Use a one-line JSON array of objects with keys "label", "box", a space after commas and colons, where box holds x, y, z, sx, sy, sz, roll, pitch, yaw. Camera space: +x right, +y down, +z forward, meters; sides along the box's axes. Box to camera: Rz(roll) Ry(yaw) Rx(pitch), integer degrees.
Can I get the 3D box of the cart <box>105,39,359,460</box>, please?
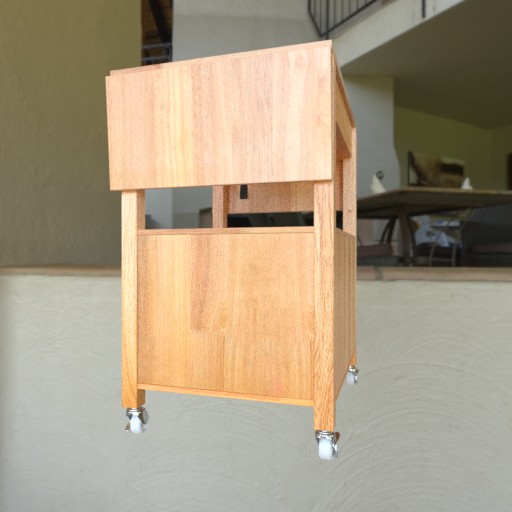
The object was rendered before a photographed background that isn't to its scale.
[{"label": "cart", "box": [0.000, 0.000, 1.217, 0.508, 0.838, 0.640, 0, 0, 17]}]
